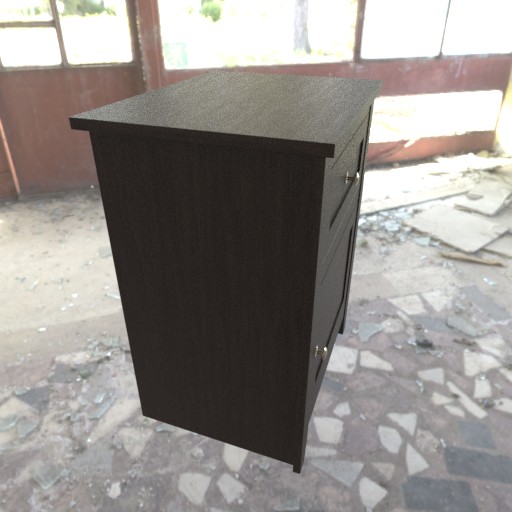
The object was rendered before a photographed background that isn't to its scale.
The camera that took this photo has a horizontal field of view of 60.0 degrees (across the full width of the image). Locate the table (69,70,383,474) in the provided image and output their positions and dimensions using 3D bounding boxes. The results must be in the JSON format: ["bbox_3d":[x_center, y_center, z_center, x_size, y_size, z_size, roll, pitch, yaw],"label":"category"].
[{"bbox_3d":[0.000,0.000,0.916,0.381,0.635,0.480,11,32,17],"label":"table"}]
